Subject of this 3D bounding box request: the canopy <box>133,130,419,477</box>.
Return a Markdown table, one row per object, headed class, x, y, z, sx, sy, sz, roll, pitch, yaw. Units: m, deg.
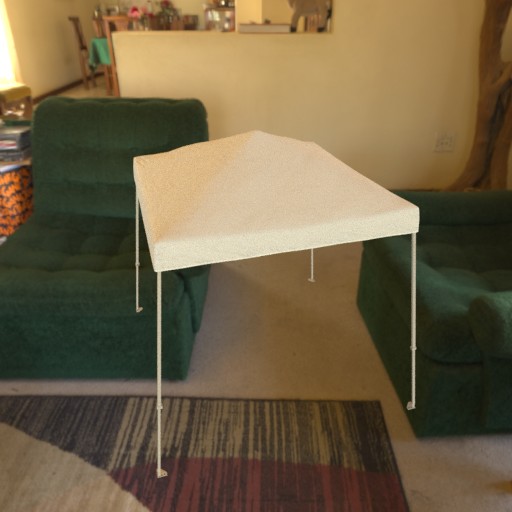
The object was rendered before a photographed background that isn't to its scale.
| class | x | y | z | sx | sy | sz | roll | pitch | yaw |
| --- | --- | --- | --- | --- | --- | --- | --- | --- | --- |
| canopy | 0.000 | 0.000 | 6.423 | 3.599 | 3.600 | 3.600 | -9 | 30 | -15 |
